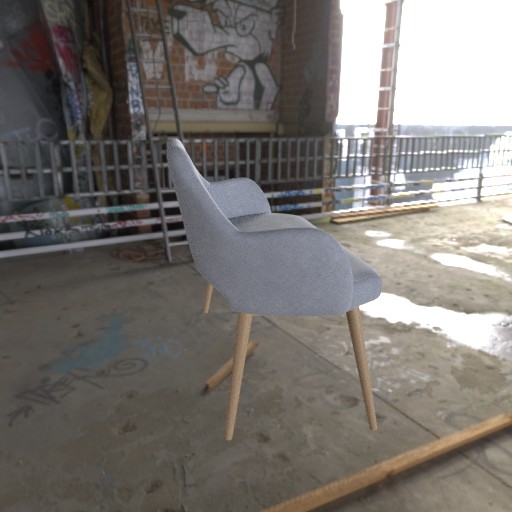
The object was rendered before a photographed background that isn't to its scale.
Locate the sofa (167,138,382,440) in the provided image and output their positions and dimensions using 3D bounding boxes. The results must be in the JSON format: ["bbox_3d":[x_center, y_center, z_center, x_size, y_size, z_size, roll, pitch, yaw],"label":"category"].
[{"bbox_3d":[0.000,0.000,1.669,0.610,0.840,1.150,-3,17,-10],"label":"sofa"}]
